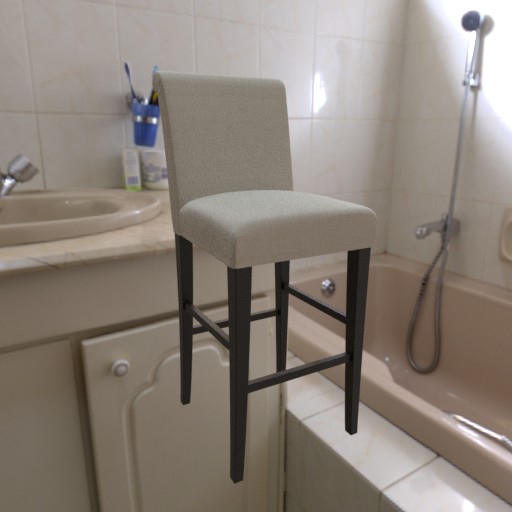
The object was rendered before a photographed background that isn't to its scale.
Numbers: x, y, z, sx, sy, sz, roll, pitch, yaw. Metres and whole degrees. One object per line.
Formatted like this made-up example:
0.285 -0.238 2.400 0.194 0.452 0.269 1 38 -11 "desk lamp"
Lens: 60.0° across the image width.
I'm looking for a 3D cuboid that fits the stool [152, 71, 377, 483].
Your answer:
0.000 0.000 1.410 0.452 1.124 0.597 -8 18 -28 "stool"
